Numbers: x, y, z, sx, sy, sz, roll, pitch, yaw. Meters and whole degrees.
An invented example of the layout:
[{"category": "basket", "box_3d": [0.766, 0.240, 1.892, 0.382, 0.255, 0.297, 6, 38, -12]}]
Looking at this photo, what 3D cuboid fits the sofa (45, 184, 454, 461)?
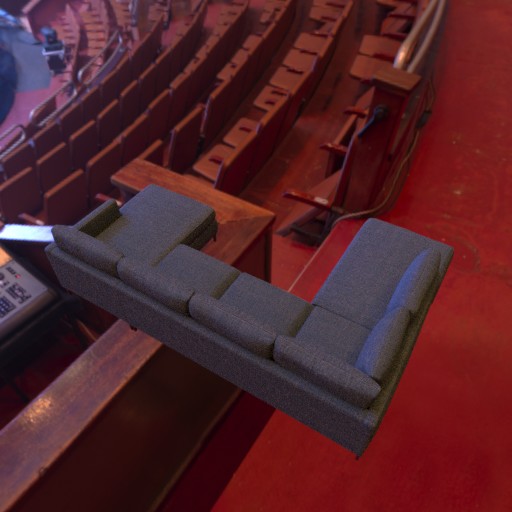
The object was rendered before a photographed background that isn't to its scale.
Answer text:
[{"category": "sofa", "box_3d": [0.000, 0.000, 3.595, 2.737, 0.753, 1.879, 24, 50, 21]}]
